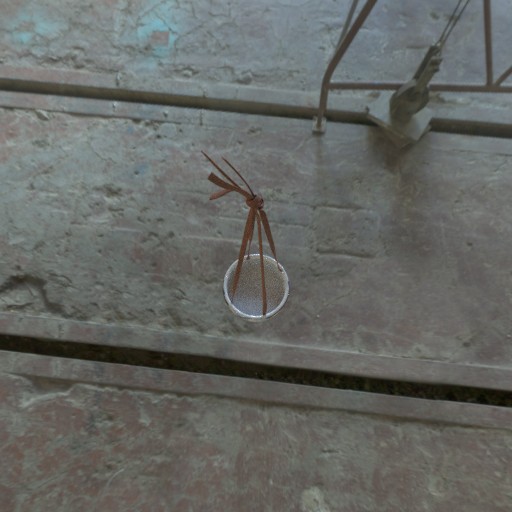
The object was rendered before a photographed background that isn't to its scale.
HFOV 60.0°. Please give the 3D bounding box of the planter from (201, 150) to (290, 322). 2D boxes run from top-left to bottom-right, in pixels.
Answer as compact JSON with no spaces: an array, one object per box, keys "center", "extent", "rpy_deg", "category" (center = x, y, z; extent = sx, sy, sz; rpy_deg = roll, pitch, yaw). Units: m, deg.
[{"center":[0.000,0.000,0.810],"extent":[0.166,0.751,0.166],"rpy_deg":[-38,78,-9],"category":"planter"}]
